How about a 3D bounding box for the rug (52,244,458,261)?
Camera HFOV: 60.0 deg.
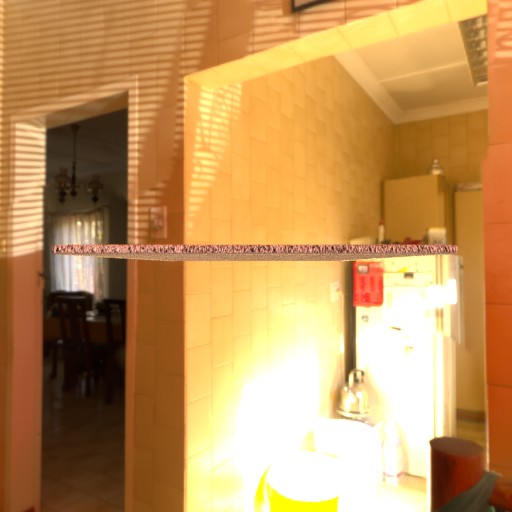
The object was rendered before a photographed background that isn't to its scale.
[{"bbox_3d":[0.000,0.000,2.205,1.219,0.030,1.778,0,-1,0],"label":"rug"}]
